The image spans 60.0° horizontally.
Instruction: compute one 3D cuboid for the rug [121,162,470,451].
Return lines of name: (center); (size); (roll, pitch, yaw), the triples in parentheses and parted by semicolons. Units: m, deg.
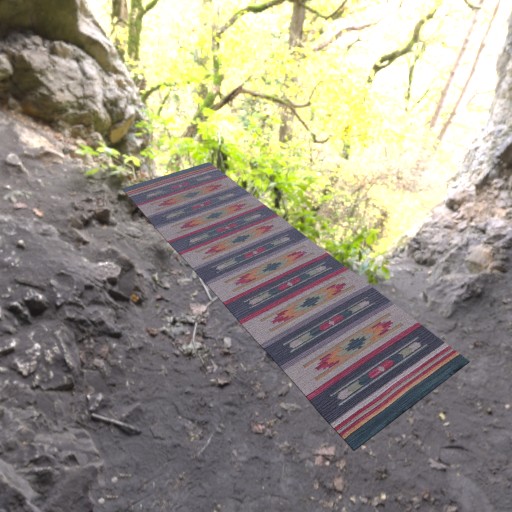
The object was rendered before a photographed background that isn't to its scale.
rug: (0.000, 0.000, 2.692); (0.760, 0.009, 2.440); (-24, 45, -26)
